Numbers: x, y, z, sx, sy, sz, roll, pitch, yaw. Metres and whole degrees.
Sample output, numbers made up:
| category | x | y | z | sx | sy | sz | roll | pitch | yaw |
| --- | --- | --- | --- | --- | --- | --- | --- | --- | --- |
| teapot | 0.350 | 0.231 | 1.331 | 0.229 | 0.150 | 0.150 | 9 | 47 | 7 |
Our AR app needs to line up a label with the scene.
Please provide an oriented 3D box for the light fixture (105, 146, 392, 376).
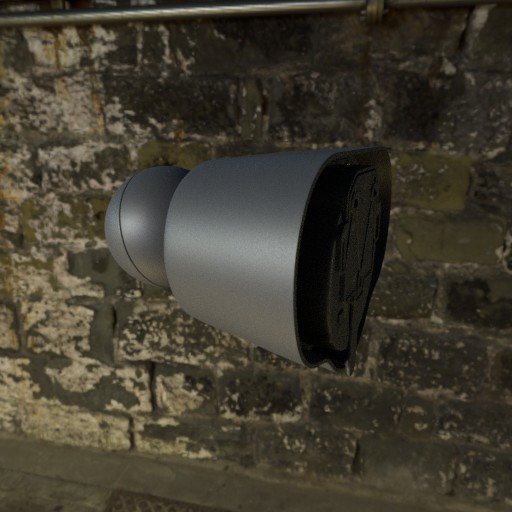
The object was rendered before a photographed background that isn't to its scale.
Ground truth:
| category | x | y | z | sx | sy | sz | roll | pitch | yaw |
| --- | --- | --- | --- | --- | --- | --- | --- | --- | --- |
| light fixture | 0.000 | 0.000 | 0.333 | 0.159 | 0.159 | 0.229 | 8 | 18 | 26 |
